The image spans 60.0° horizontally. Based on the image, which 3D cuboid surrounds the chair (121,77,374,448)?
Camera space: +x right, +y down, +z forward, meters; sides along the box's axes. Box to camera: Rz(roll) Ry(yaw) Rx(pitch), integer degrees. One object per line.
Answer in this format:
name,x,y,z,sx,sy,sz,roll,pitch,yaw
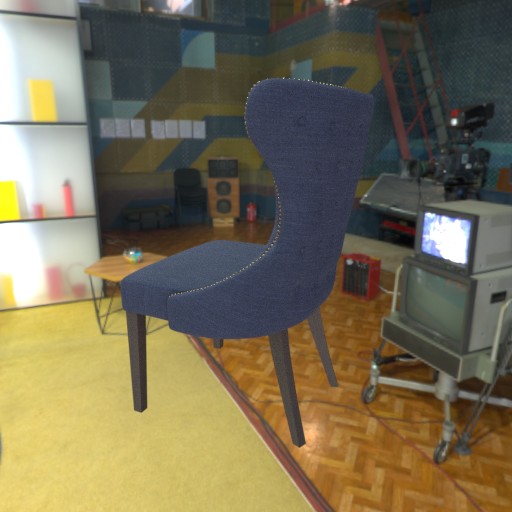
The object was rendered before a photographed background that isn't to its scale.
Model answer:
chair,0.000,0.000,1.376,0.635,0.967,0.628,7,17,25
